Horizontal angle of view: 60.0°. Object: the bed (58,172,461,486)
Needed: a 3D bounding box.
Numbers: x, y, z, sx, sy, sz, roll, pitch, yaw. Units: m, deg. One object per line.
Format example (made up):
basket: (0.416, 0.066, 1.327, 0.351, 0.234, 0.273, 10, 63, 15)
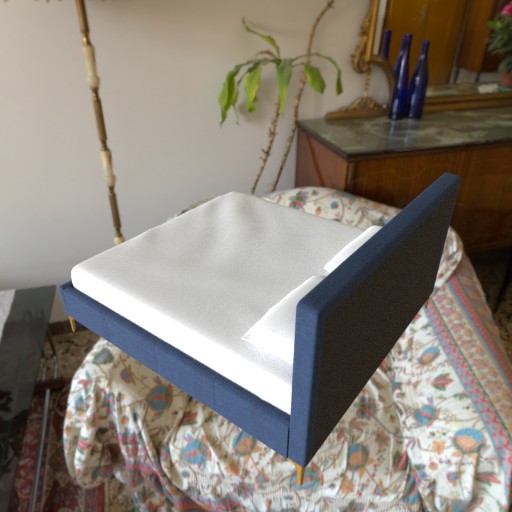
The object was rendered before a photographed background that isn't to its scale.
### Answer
bed: (0.000, 0.000, 3.432, 2.232, 1.231, 2.096, 21, 36, 31)
